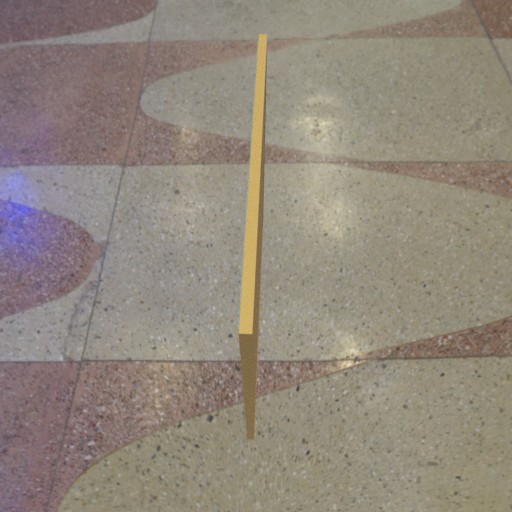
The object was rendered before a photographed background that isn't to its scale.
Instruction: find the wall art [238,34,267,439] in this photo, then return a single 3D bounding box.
[{"bbox_3d":[0.000,0.000,0.696,0.013,0.455,0.457,2,57,1],"label":"wall art"}]
